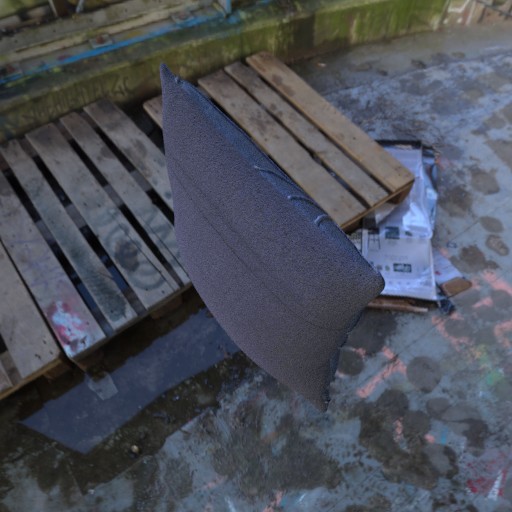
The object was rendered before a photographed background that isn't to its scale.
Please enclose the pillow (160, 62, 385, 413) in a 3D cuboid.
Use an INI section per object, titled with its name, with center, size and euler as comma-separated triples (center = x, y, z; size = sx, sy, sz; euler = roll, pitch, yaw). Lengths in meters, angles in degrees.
[pillow]
center = 0.000, 0.000, 0.684
size = 0.183, 0.440, 0.439
euler = -31, 63, -18
